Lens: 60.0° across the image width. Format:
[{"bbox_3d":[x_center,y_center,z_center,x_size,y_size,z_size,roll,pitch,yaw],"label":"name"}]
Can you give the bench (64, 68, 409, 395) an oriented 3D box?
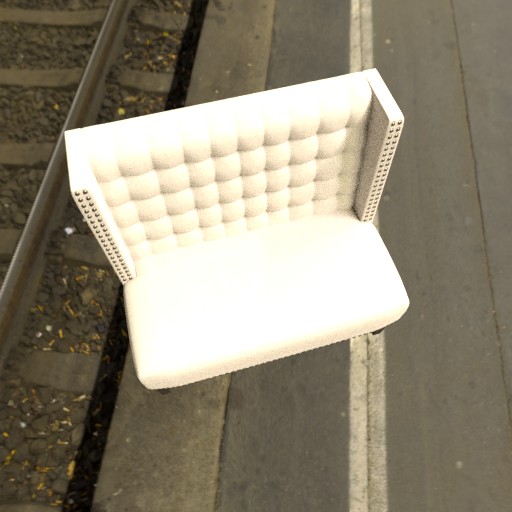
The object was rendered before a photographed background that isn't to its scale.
[{"bbox_3d":[0.000,0.000,2.033,1.280,1.123,0.847,-14,64,-7],"label":"bench"}]
